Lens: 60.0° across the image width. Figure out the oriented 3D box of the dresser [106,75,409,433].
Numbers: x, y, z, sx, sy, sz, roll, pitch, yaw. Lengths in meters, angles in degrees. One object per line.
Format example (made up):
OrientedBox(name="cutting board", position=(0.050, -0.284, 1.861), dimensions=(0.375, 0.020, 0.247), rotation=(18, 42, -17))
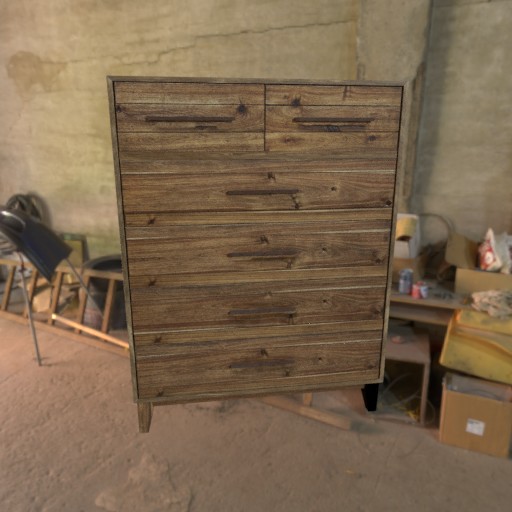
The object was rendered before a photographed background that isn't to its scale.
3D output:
OrientedBox(name="dresser", position=(0.000, 0.000, 1.923), dimensions=(1.062, 1.393, 0.442), rotation=(-2, 16, -8))
